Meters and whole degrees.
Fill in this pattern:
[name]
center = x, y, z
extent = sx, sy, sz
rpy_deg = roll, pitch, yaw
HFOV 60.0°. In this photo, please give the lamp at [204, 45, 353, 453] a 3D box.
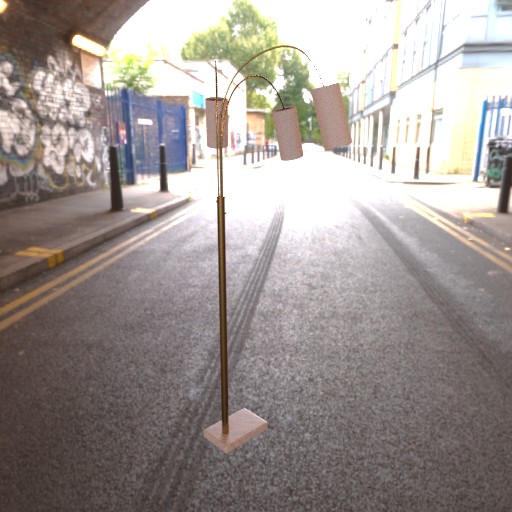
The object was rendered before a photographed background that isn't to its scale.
[lamp]
center = 0.000, 0.000, 2.451
extent = 0.667, 2.055, 1.020
rpy_deg = -13, 20, -42
